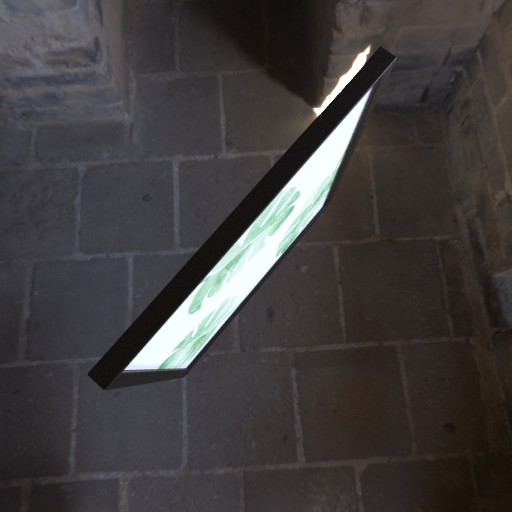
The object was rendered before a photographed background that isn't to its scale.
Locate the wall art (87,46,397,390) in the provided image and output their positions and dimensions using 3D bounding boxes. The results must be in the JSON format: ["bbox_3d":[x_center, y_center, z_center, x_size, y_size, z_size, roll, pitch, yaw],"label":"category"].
[{"bbox_3d":[0.000,0.000,1.118,0.038,0.765,0.765,39,79,9],"label":"wall art"}]
